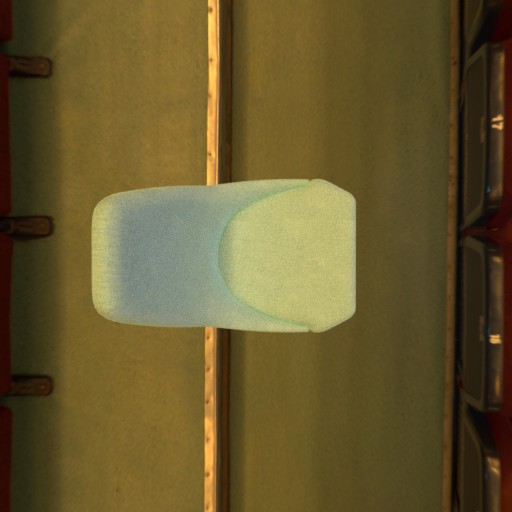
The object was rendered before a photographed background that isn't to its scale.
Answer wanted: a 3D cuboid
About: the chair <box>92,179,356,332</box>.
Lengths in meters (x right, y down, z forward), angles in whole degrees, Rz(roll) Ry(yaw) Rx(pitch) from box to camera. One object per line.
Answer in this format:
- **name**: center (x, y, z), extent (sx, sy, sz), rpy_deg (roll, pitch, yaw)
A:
- **chair**: center (0.000, 0.000, 1.400), extent (0.660, 1.040, 0.510), rpy_deg (0, 91, 0)
